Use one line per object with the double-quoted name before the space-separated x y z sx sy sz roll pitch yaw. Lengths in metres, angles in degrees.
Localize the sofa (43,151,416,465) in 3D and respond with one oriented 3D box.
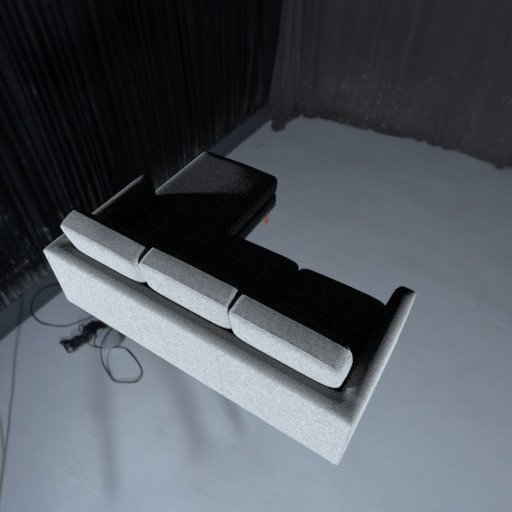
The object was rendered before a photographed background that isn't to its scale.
"sofa" 0.000 0.000 2.972 2.055 0.957 1.667 25 52 21
